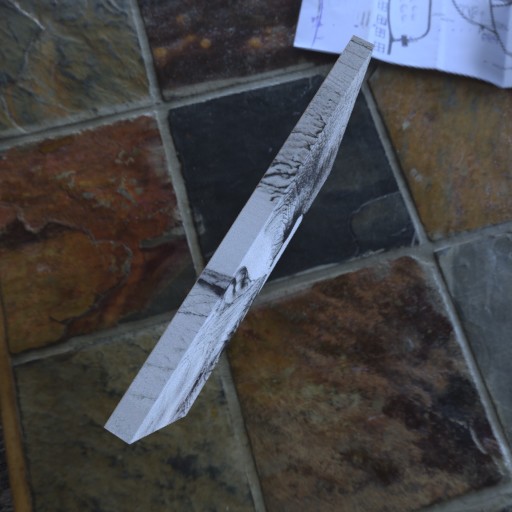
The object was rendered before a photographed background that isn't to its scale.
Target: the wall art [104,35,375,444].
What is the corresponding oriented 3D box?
[{"bbox_3d":[0.000,0.000,0.758,0.035,0.407,0.613,29,76,8],"label":"wall art"}]
